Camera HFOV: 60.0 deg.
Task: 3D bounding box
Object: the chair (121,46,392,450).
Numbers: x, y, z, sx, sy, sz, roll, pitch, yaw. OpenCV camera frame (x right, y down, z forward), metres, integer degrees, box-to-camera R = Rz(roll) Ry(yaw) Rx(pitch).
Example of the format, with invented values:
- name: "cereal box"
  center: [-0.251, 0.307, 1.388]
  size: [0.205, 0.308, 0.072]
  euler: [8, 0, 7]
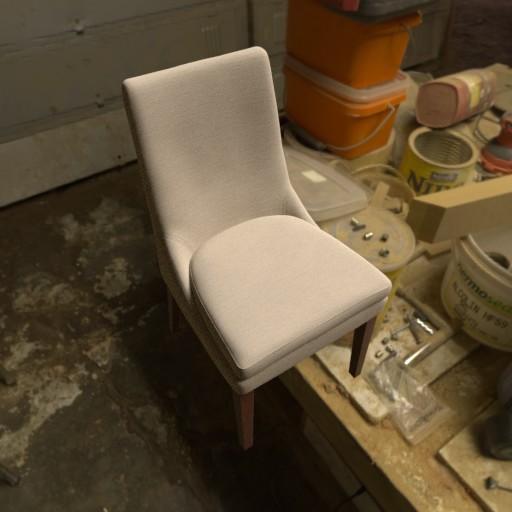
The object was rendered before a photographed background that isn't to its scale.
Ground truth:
- name: "chair"
  center: [0.000, 0.000, 1.306]
  size: [0.515, 0.940, 0.638]
  euler: [-25, 51, -22]
